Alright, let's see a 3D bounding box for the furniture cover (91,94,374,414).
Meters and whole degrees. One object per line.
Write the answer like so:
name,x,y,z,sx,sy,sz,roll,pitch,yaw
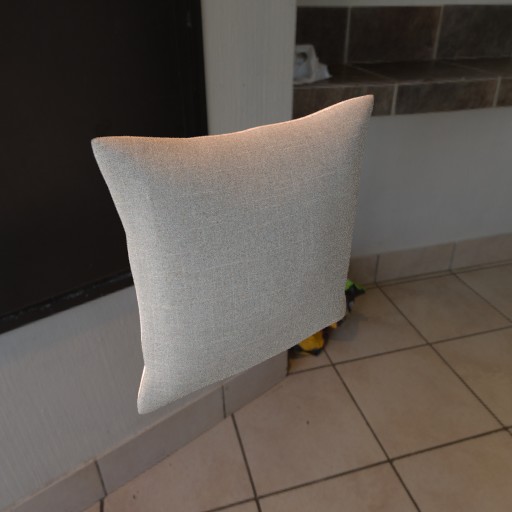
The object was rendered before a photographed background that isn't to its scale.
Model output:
furniture cover,0.000,0.000,0.800,0.512,0.506,0.178,-19,36,-29
